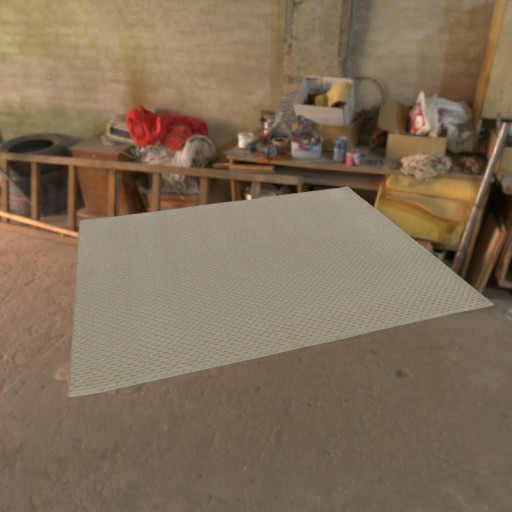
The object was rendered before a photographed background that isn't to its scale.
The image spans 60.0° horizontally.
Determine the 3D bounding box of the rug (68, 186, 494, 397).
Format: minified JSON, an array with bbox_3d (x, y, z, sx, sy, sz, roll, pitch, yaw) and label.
[{"bbox_3d":[0.000,0.000,3.751,2.897,0.035,2.277,-9,33,-15],"label":"rug"}]
